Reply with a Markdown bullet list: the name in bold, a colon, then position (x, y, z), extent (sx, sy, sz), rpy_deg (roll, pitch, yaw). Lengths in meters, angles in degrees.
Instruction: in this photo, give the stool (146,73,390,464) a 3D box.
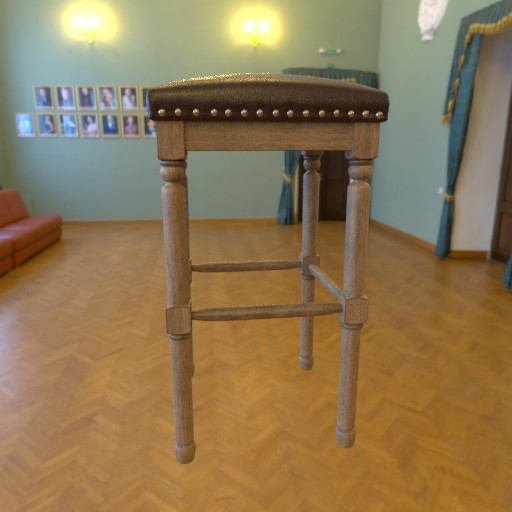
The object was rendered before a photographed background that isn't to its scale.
- **stool**: position (0.000, 0.000, 0.929), extent (0.383, 0.702, 0.382), rpy_deg (-2, 14, -8)
